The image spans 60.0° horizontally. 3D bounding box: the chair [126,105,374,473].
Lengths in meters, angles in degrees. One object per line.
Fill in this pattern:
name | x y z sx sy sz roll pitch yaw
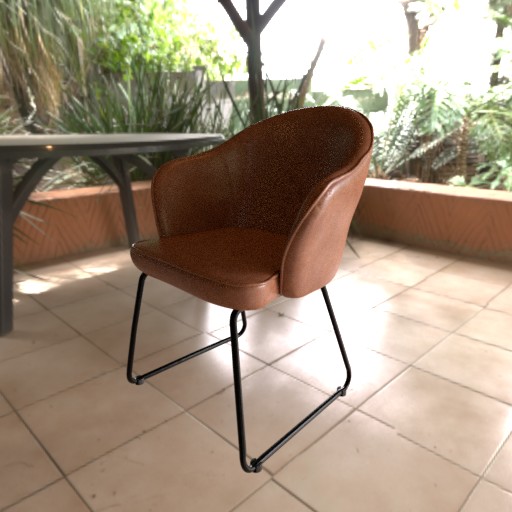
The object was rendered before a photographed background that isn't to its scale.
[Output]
chair | 0.000 0.000 1.206 0.582 0.785 0.580 16 23 42
